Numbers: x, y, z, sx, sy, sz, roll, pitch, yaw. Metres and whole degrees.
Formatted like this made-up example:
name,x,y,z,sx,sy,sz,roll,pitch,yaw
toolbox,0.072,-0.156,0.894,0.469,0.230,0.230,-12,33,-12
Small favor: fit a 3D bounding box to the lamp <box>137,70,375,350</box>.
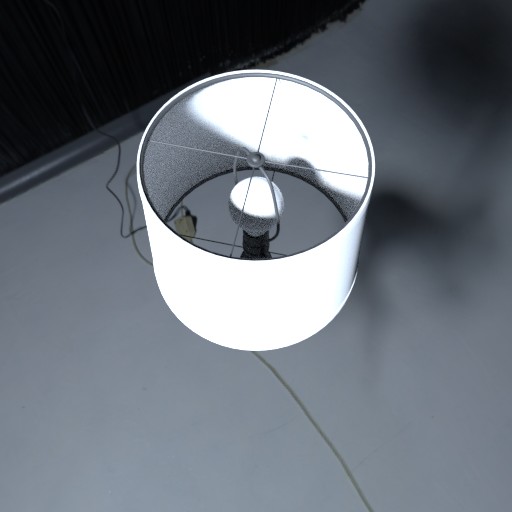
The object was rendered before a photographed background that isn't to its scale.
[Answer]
name,x,y,z,sx,sy,sz,roll,pitch,yaw
lamp,0.000,0.000,0.698,0.310,0.501,0.310,0,65,0
